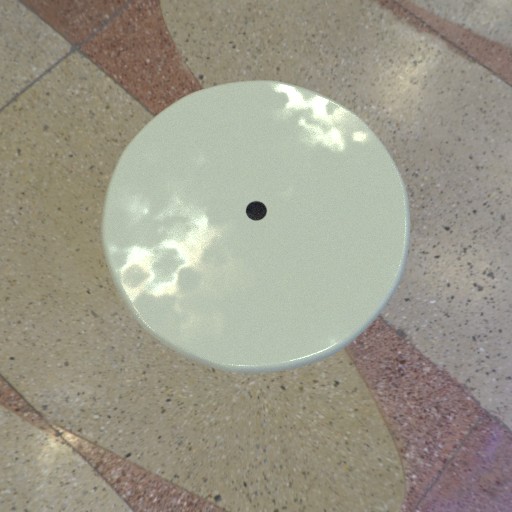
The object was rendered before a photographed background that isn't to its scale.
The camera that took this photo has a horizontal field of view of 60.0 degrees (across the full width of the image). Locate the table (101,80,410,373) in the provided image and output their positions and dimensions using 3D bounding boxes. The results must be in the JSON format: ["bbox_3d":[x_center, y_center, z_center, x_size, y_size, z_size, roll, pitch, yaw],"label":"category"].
[{"bbox_3d":[0.000,0.000,0.678,0.352,0.387,0.352,0,75,0],"label":"table"}]
